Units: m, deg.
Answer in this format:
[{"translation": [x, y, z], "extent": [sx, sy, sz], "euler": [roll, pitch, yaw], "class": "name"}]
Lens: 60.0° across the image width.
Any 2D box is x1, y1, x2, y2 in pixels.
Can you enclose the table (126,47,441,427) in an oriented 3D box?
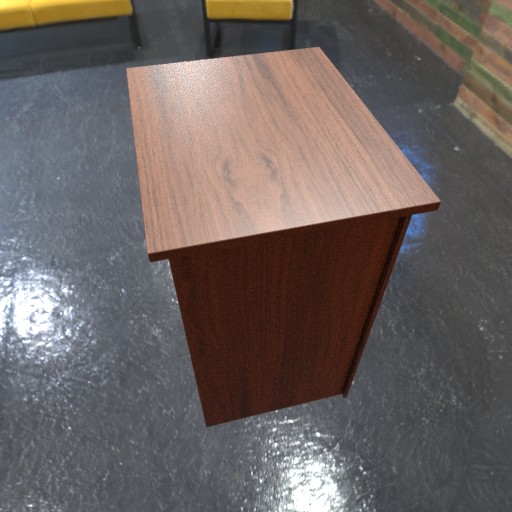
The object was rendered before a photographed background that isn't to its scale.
[{"translation": [0.000, 0.000, 0.941], "extent": [0.381, 0.636, 0.480], "euler": [-11, 49, -9], "class": "table"}]
